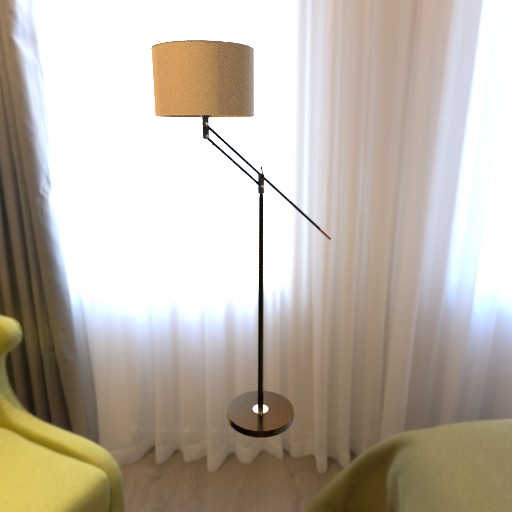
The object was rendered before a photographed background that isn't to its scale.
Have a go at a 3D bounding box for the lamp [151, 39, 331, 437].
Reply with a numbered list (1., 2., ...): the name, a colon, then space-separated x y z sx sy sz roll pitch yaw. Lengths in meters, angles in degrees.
1. lamp: 0.000 0.000 1.935 0.809 1.635 0.373 -8 18 -27
